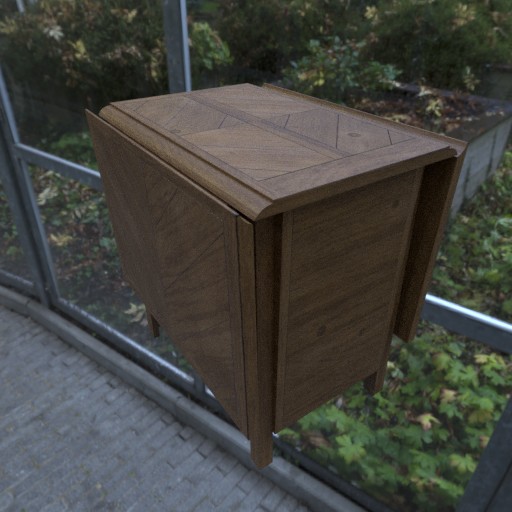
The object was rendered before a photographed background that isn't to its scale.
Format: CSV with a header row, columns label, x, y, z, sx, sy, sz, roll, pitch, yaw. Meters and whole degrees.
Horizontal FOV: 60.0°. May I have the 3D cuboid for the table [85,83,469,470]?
label,x,y,z,sx,sy,sz,roll,pitch,yaw
table,0.000,0.000,1.263,0.591,0.763,0.746,-20,38,-29
